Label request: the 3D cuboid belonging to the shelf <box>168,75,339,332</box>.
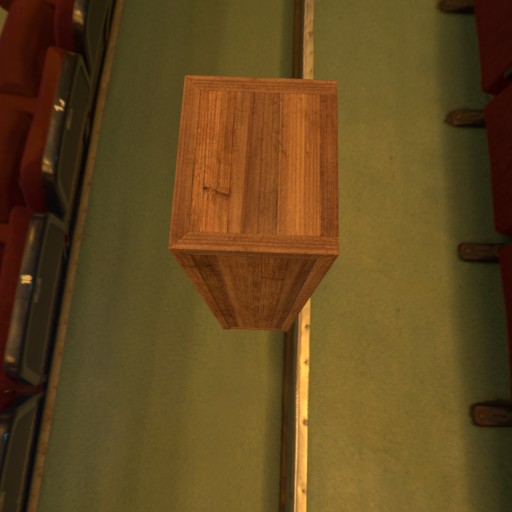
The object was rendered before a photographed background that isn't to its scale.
[{"bbox_3d":[0.000,0.000,2.070,0.428,1.900,0.500,2,75,1],"label":"shelf"}]
